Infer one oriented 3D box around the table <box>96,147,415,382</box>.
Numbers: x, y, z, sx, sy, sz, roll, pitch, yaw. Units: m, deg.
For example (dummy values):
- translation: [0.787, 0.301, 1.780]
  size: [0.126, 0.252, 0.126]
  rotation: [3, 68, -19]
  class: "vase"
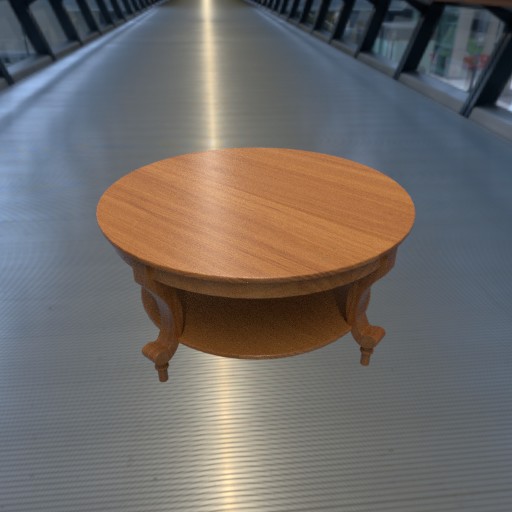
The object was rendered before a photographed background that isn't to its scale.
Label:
- translation: [0.000, 0.000, 1.612]
  size: [1.029, 0.490, 1.029]
  rotation: [0, 31, 0]
  class: "table"
